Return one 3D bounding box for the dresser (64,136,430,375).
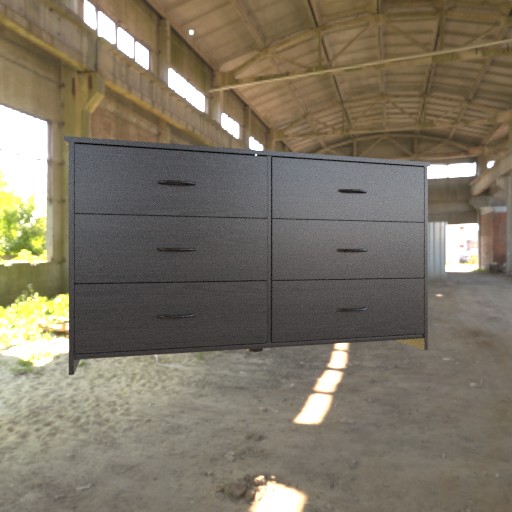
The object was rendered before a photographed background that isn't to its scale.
[{"bbox_3d":[0.000,0.000,1.749,1.360,0.755,0.401,0,0,-17],"label":"dresser"}]
